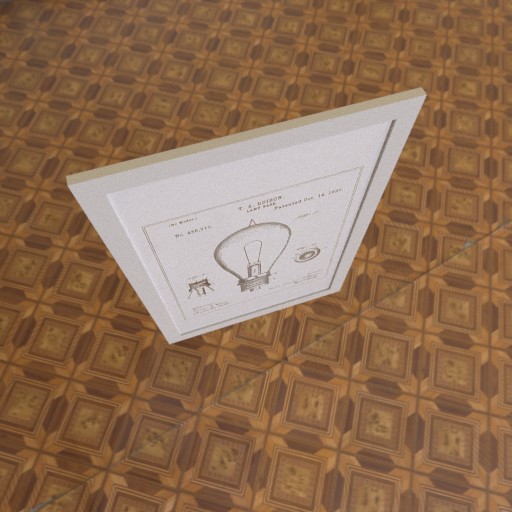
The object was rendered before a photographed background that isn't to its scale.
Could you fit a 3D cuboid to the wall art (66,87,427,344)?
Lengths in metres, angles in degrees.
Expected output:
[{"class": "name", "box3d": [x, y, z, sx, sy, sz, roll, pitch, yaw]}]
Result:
[{"class": "wall art", "box3d": [0.000, 0.000, 0.596, 0.325, 0.474, 0.010, -16, 64, -8]}]
